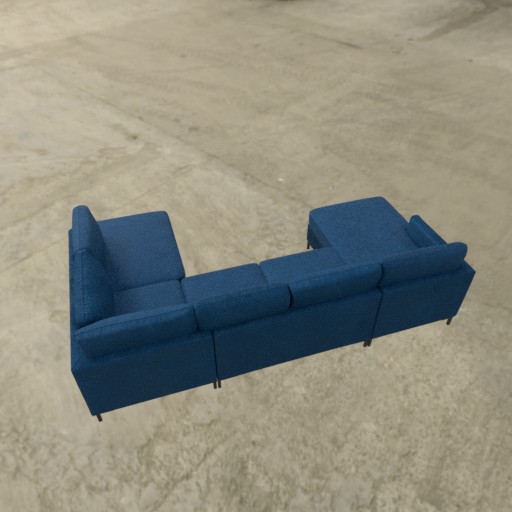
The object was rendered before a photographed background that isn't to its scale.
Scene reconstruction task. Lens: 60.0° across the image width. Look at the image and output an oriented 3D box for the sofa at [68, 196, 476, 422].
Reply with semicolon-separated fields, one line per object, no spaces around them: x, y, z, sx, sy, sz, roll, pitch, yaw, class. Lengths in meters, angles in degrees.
0.000;0.000;4.367;3.434;0.992;2.055;-12;43;-13;sofa
